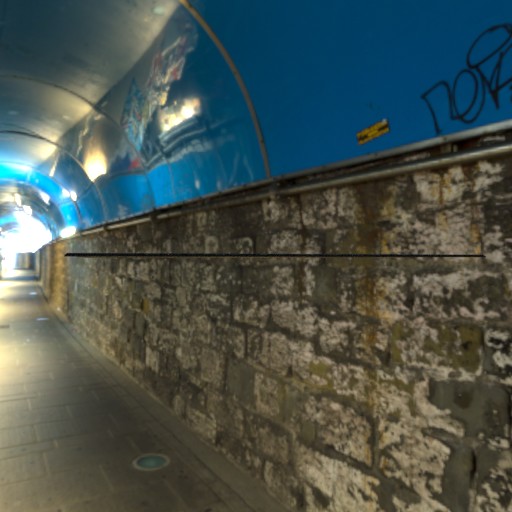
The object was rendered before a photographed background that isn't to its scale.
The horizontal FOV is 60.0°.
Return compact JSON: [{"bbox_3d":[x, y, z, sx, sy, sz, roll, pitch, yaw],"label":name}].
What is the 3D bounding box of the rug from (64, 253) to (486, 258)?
[{"bbox_3d":[0.000,0.000,4.826,3.612,0.035,2.716,0,0,-18],"label":"rug"}]
